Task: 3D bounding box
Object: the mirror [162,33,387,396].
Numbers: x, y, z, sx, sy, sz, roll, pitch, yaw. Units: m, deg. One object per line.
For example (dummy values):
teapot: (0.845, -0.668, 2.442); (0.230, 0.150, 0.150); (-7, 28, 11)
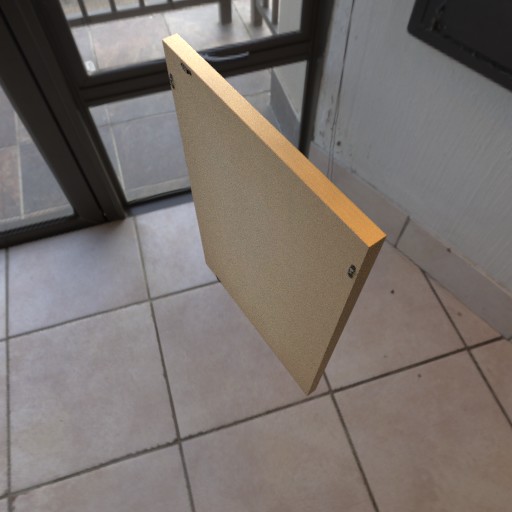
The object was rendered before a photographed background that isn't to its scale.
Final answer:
mirror: (0.000, 0.000, 1.168); (0.040, 0.915, 0.609); (-32, 64, -17)
